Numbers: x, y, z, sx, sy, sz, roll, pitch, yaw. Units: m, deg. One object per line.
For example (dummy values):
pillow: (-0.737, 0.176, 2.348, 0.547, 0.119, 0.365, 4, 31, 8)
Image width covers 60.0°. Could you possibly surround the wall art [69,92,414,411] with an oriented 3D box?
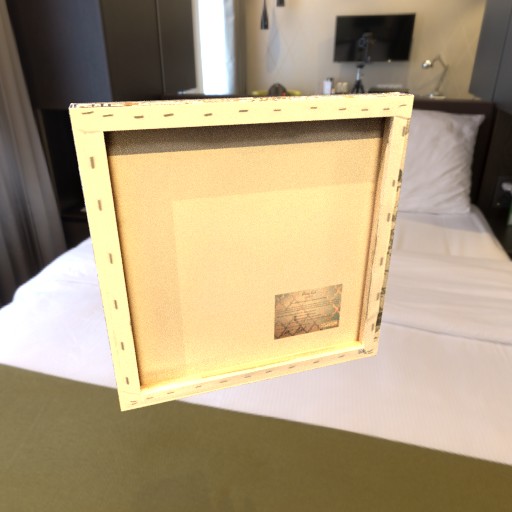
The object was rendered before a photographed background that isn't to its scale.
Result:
wall art: (0.000, 0.000, 0.610, 0.411, 0.410, 0.038, -8, 27, -16)
